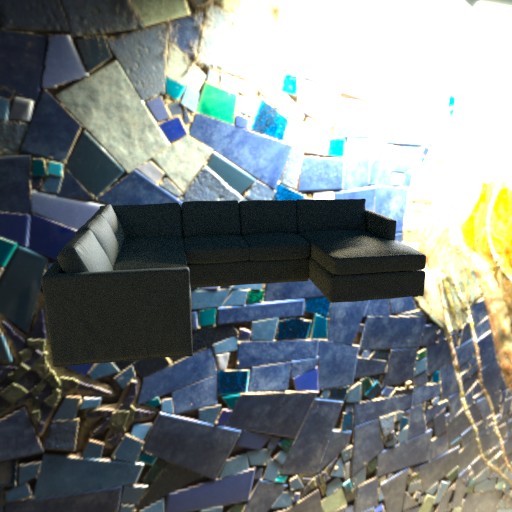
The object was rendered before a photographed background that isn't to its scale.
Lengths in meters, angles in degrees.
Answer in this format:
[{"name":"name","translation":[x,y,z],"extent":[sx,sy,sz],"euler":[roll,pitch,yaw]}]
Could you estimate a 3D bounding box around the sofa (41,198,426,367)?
[{"name":"sofa","translation":[0.000,0.000,4.540],"extent":[3.460,0.882,2.427],"euler":[-3,15,-11]}]
